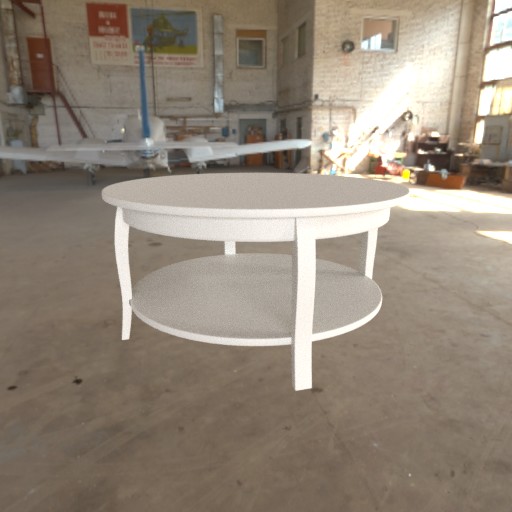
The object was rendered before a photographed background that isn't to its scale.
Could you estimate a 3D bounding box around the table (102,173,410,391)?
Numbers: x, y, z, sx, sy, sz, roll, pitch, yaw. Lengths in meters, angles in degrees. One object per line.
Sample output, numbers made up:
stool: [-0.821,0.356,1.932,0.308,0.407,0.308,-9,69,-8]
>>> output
table: [0.000,0.000,1.438,0.910,0.457,0.910,0,15,0]
